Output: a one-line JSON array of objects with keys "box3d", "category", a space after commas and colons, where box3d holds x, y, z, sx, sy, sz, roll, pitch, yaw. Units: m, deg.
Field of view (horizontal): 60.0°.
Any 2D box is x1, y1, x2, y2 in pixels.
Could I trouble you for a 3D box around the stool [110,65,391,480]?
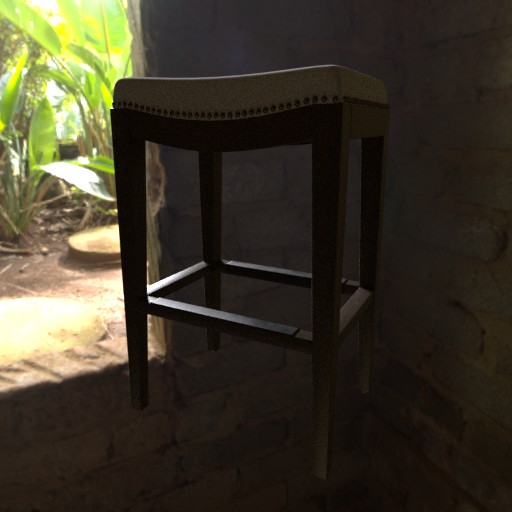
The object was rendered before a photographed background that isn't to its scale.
[{"box3d": [0.000, 0.000, 1.015, 0.498, 0.759, 0.358, 9, 19, 27], "category": "stool"}]
